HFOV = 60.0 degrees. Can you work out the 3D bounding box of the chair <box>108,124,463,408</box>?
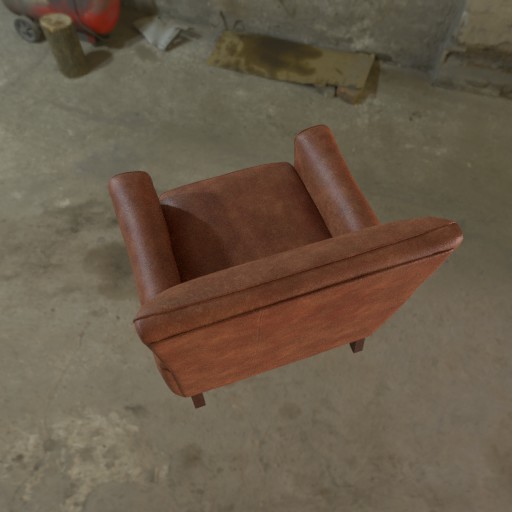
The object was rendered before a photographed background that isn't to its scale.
[{"bbox_3d":[0.000,0.000,1.596,0.870,0.943,0.823,-16,59,-10],"label":"chair"}]
